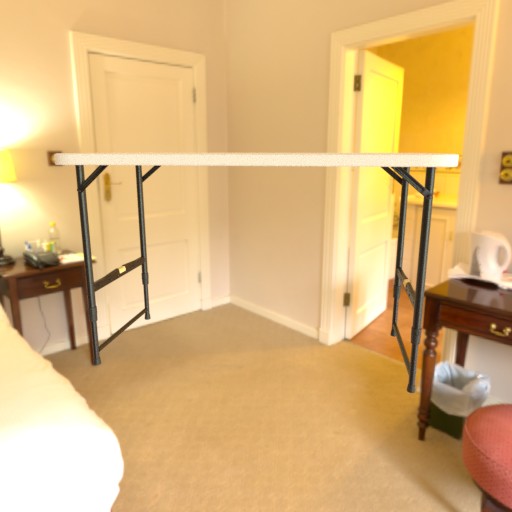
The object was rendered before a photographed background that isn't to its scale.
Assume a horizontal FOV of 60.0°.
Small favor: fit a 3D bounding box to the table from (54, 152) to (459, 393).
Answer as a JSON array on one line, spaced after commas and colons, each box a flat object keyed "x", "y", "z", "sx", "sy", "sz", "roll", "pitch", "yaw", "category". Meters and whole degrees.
[{"x": 0.000, "y": 0.000, "z": 1.629, "sx": 1.219, "sy": 0.737, "sz": 0.610, "roll": 2, "pitch": 14, "yaw": 10, "category": "table"}]
